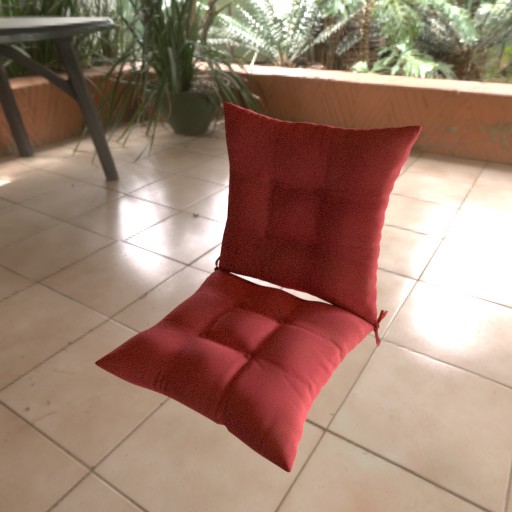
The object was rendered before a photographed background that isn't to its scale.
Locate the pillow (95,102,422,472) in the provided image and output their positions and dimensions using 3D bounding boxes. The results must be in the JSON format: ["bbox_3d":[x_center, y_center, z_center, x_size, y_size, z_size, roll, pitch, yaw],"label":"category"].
[{"bbox_3d":[0.000,0.000,0.988,0.541,0.536,0.585,17,34,27],"label":"pillow"}]
